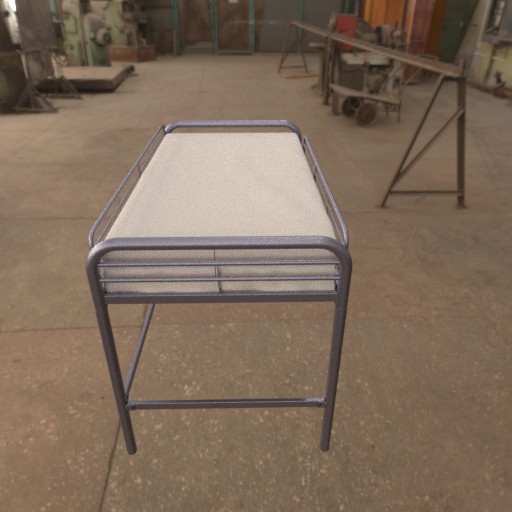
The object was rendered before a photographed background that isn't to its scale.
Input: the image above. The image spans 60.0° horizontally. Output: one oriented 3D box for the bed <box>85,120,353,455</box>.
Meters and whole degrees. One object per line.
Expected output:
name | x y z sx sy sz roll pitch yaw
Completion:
bed | 0.000 0.000 2.887 1.415 1.288 1.965 -1 30 -1
